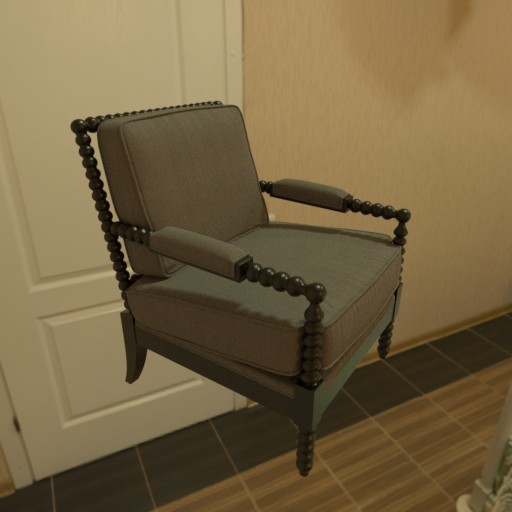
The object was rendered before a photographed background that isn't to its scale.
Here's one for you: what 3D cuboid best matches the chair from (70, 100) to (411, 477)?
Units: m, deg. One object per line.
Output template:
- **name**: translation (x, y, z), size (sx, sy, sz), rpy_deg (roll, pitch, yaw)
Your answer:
- **chair**: translation (0.000, 0.000, 1.085), size (0.622, 0.661, 0.540), rpy_deg (16, 29, 31)
